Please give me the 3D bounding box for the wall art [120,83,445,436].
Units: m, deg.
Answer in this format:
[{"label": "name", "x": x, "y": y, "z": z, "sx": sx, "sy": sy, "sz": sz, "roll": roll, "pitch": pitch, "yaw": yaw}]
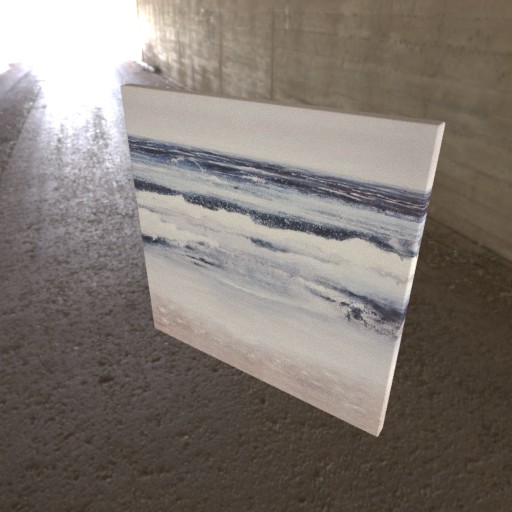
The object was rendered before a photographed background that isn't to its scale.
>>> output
[{"label": "wall art", "x": 0.000, "y": 0.000, "z": 1.100, "sx": 0.755, "sy": 0.747, "sz": 0.065, "roll": 18, "pitch": 34, "yaw": 29}]
